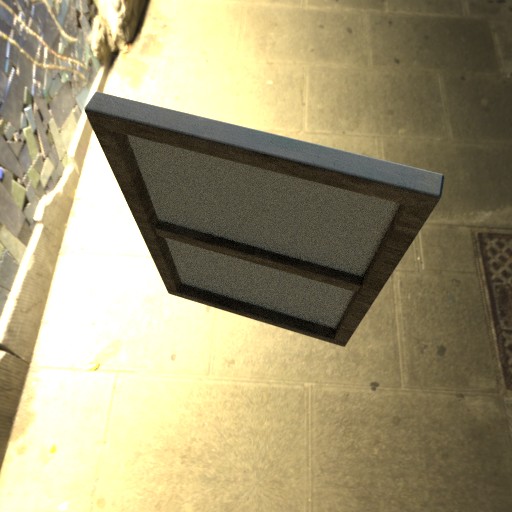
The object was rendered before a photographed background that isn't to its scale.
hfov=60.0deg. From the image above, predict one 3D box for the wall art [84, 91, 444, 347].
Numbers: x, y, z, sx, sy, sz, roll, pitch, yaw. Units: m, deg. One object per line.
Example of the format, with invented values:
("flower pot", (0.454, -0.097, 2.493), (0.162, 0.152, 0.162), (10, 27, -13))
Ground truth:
("wall art", (0.000, 0.000, 0.797), (0.443, 0.605, 0.035), (16, 64, 8))
